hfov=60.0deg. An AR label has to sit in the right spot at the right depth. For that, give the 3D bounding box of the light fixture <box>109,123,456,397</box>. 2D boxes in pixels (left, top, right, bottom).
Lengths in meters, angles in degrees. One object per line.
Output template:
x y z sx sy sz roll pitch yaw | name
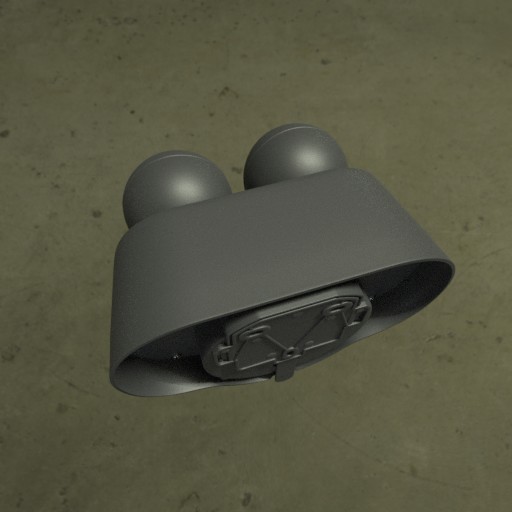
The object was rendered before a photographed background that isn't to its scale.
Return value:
0.000 0.000 0.343 0.229 0.159 0.159 -15 60 -9 | light fixture
